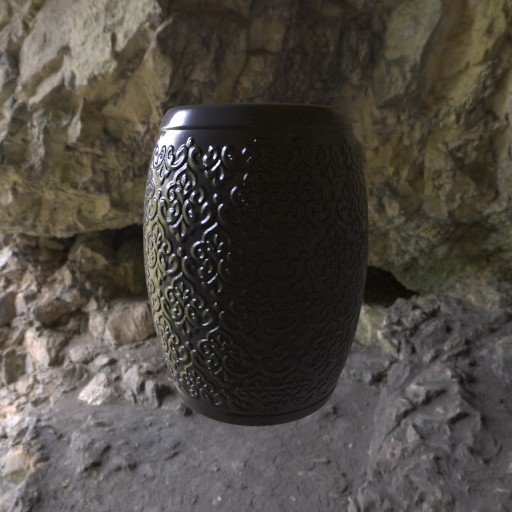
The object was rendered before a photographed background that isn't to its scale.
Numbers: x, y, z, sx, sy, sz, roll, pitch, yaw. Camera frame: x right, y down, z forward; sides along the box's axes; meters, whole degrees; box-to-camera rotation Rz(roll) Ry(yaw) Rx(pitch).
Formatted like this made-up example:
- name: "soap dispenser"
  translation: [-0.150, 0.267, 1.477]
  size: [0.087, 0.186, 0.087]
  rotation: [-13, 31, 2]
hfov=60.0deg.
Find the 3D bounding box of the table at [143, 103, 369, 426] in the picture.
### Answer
- name: "table"
  translation: [0.000, 0.000, 0.632]
  size: [0.309, 0.397, 0.309]
  rotation: [0, 14, 0]
